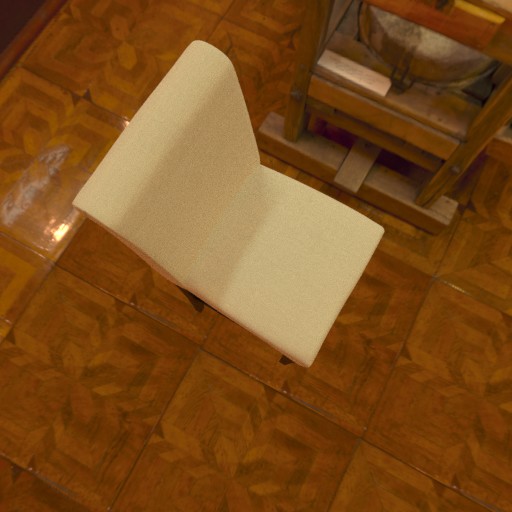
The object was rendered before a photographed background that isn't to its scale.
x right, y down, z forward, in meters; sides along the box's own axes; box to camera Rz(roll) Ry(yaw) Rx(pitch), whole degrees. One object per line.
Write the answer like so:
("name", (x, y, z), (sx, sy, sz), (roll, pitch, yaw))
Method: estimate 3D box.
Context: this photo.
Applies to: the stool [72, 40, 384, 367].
("stool", (0.000, 0.000, 1.397), (0.597, 1.124, 0.452), (30, 77, 7))
